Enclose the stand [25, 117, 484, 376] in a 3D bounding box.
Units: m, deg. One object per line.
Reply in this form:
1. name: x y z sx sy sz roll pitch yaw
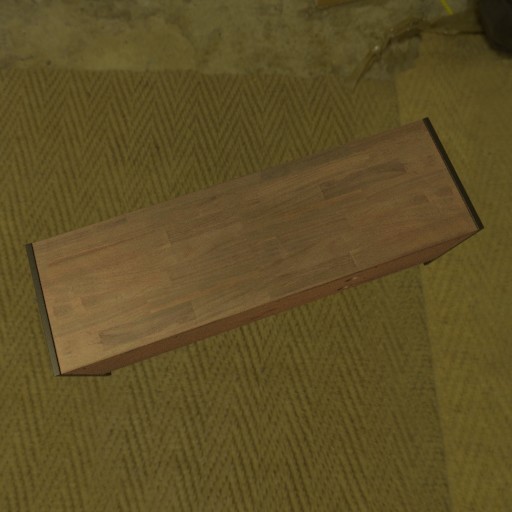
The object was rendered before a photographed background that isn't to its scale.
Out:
1. stand: 0.000 0.000 1.734 1.480 0.506 0.454 -19 76 -5
